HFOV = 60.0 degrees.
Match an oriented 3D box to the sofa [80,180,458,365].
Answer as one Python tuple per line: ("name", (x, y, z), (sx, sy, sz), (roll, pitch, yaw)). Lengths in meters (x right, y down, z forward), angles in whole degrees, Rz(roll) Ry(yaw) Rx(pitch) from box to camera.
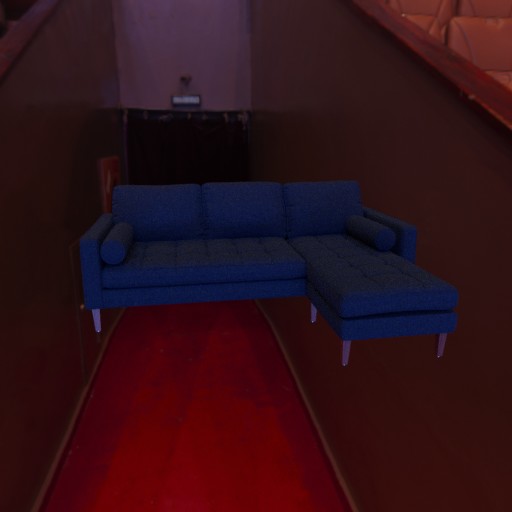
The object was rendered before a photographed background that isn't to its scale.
("sofa", (0.000, 0.000, 2.929), (2.185, 0.841, 1.613), (-3, 16, -9))
